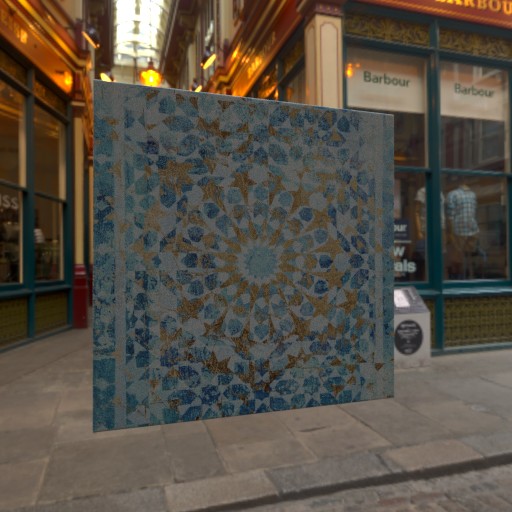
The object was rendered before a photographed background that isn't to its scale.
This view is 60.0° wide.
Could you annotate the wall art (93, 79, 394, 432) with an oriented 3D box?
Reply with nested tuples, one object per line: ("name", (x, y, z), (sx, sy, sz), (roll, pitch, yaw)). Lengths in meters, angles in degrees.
("wall art", (0.000, 0.000, 0.588), (0.405, 0.405, 0.037), (0, 0, -18))
